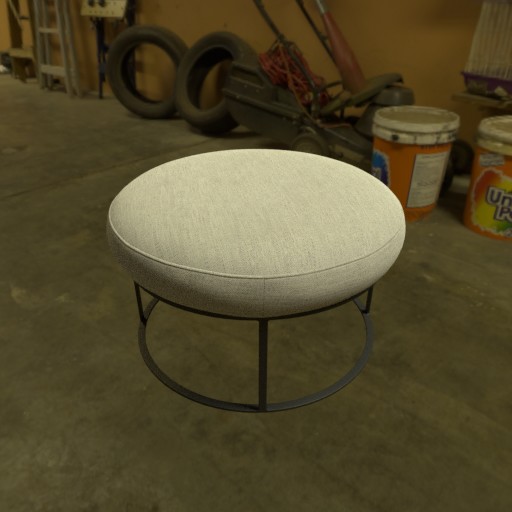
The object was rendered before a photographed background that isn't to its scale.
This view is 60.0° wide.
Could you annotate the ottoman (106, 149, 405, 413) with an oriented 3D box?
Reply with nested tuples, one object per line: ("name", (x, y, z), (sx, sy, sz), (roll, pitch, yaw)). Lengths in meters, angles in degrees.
("ottoman", (0.000, 0.000, 1.249), (0.769, 0.459, 0.769), (0, 30, 0))
